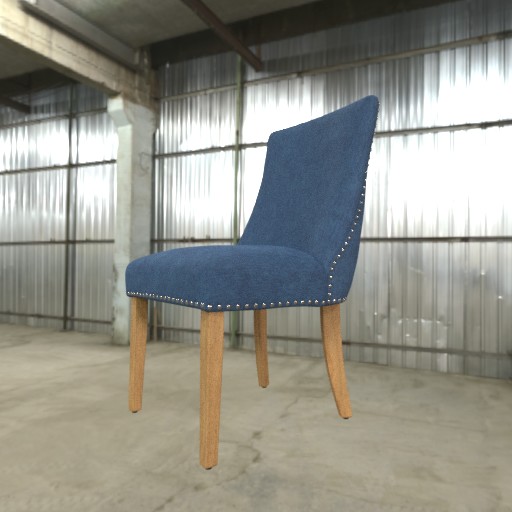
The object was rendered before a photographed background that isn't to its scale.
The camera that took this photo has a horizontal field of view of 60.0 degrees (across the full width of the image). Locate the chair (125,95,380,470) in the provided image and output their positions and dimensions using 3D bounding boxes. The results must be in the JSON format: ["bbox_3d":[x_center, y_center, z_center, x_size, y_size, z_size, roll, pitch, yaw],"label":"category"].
[{"bbox_3d":[0.000,0.000,1.270,0.610,0.902,0.495,0,0,-36],"label":"chair"}]
